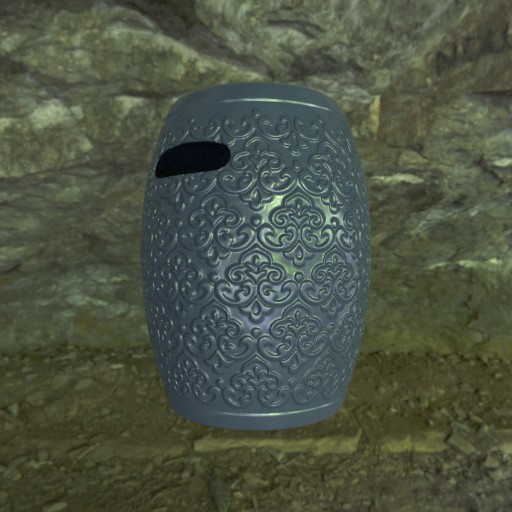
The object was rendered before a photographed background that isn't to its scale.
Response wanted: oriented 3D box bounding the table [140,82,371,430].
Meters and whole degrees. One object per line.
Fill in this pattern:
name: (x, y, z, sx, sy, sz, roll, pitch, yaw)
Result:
table: (0.000, 0.000, 0.614, 0.309, 0.397, 0.309, 0, 0, 0)
